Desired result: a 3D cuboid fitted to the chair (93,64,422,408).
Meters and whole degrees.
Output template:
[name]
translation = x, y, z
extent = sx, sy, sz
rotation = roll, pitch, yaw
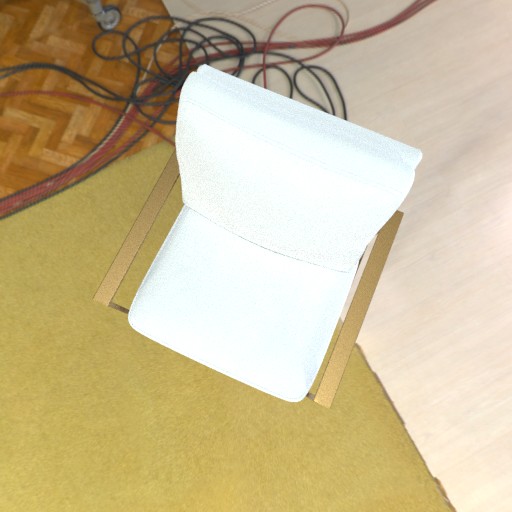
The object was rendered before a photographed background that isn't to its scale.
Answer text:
[chair]
translation = 0.000, 0.000, 1.534
extent = 0.805, 0.966, 0.813
rotation = 23, 78, 5
